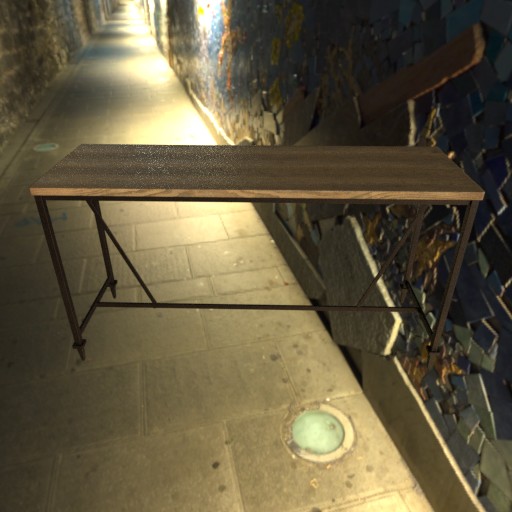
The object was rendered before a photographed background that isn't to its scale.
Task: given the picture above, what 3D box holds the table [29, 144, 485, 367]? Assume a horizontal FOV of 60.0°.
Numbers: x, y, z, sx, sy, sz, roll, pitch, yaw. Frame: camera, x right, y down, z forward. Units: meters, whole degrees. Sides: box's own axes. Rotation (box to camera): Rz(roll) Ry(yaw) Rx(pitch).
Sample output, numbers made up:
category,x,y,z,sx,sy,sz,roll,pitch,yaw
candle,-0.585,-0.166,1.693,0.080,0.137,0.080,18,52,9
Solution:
category,x,y,z,sx,sy,sz,roll,pitch,yaw
table,0.000,0.000,2.107,1.700,0.902,0.551,1,31,1
